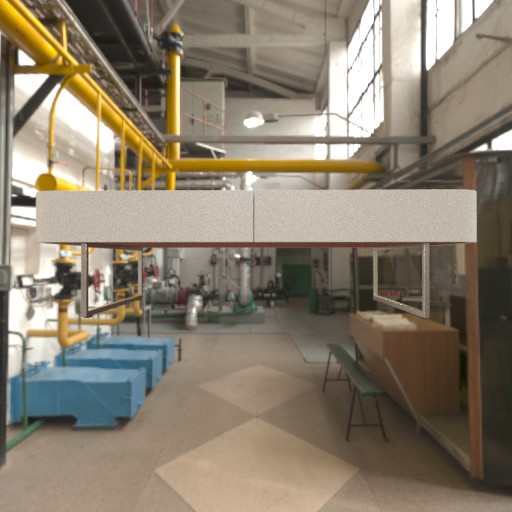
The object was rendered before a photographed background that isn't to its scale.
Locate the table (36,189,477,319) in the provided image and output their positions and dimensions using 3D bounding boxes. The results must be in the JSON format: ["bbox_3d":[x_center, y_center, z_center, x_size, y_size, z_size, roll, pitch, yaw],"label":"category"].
[{"bbox_3d":[0.000,0.000,1.454,1.200,0.340,0.600,0,0,1],"label":"table"}]
